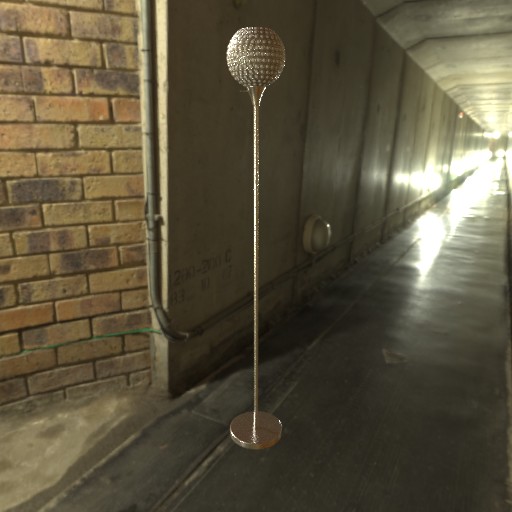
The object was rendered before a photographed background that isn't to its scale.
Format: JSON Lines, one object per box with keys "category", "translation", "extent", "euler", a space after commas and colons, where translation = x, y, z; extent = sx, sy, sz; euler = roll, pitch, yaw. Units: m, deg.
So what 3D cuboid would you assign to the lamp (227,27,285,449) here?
{"category": "lamp", "translation": [0.000, 0.000, 1.951], "extent": [0.254, 1.805, 0.254], "euler": [0, 15, 0]}
